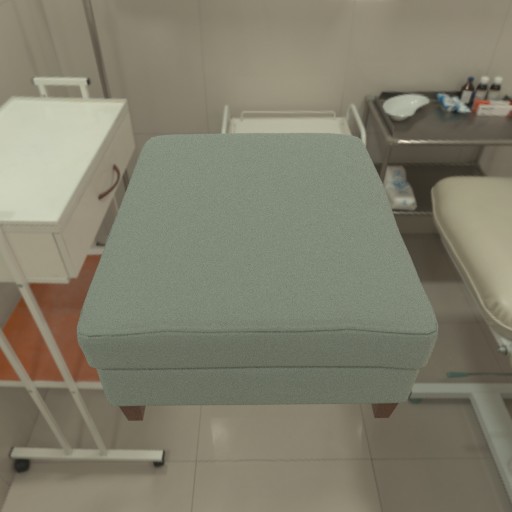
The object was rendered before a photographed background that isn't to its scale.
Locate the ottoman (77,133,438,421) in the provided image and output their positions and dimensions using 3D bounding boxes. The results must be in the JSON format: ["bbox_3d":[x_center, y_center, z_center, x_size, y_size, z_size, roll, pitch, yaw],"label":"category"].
[{"bbox_3d":[0.000,0.000,1.477,0.842,0.494,0.991,0,41,-1],"label":"ottoman"}]
